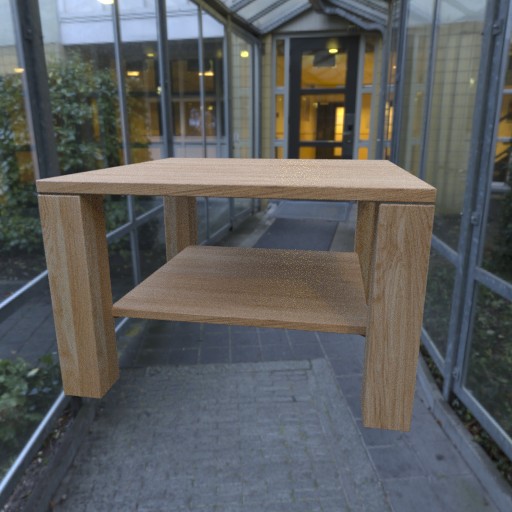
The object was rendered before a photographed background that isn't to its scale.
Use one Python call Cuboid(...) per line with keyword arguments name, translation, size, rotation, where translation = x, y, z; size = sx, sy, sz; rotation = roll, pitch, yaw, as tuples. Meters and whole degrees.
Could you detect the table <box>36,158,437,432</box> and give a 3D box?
Cuboid(name="table", translation=(0.000, 0.000, 1.147), size=(0.700, 0.450, 0.700), rotation=(3, 16, 10))
